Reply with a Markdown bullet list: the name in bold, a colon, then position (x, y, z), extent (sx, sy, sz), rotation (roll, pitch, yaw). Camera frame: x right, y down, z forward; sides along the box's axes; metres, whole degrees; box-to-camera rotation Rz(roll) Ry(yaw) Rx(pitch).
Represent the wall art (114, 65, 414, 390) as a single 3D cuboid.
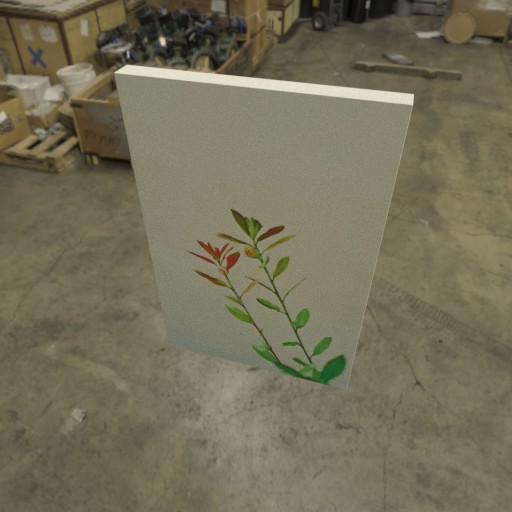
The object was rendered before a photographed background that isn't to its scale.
- **wall art**: position (0.000, 0.000, 0.793), extent (0.408, 0.611, 0.038), rotation (11, 42, 13)
